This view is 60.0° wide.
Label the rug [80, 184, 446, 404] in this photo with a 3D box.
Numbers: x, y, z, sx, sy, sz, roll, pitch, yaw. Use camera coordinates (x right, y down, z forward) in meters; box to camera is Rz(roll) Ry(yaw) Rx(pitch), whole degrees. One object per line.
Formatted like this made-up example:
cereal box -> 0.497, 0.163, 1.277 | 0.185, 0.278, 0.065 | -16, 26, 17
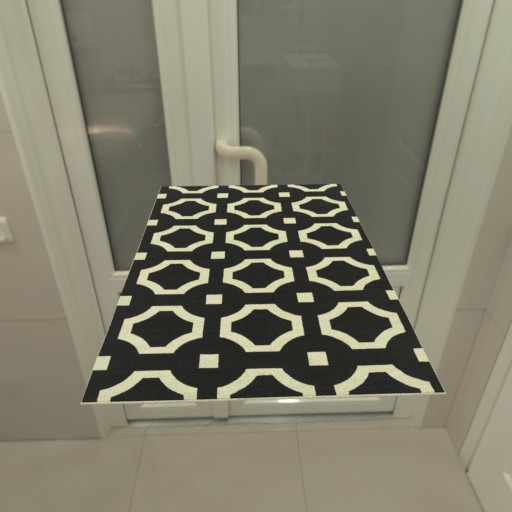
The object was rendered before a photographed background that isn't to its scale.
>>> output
rug -> 0.000, 0.000, 2.844 | 1.555, 0.016, 2.286 | -1, 32, -2
